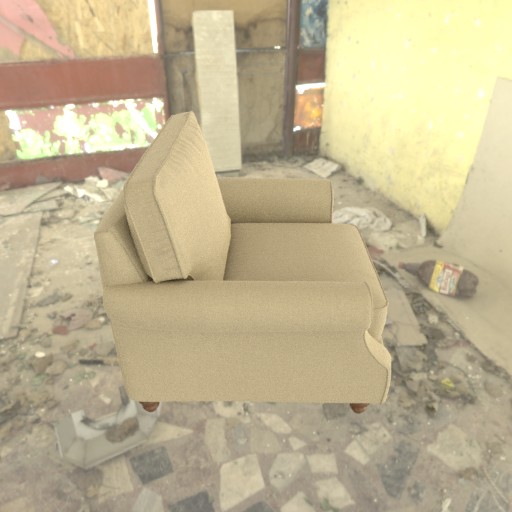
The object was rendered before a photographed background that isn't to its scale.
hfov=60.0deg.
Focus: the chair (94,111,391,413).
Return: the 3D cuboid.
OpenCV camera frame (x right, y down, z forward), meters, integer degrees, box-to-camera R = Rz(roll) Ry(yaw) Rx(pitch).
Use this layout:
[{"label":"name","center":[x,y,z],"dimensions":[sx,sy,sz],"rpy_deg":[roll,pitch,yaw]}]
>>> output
[{"label":"chair","center":[0.000,0.000,1.787],"dimensions":[0.966,0.967,1.029],"rpy_deg":[0,31,0]}]
